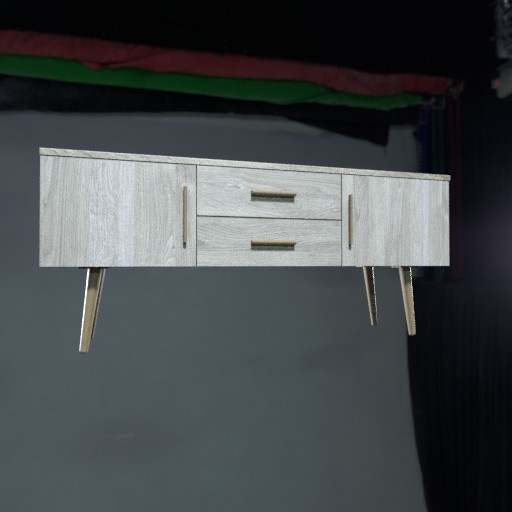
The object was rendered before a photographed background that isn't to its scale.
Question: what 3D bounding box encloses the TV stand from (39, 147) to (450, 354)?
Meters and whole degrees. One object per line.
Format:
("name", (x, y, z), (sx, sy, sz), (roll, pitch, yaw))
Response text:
("TV stand", (0.000, 0.000, 1.537), (1.313, 0.565, 0.401), (0, -1, -17))
